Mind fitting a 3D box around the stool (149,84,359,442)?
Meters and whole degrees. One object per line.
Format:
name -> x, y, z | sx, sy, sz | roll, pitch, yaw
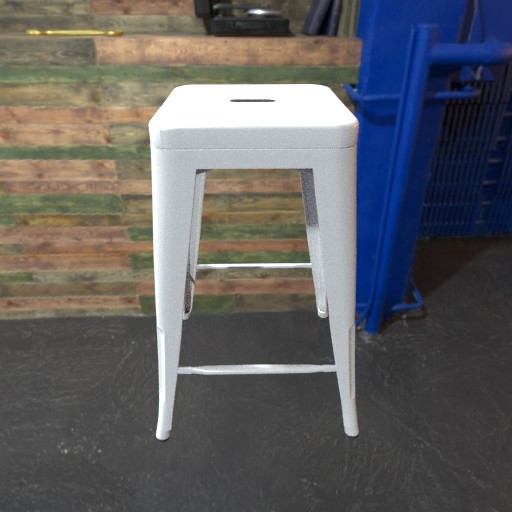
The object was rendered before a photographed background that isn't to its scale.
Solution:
stool -> 0.000, 0.000, 0.897 | 0.406, 0.610, 0.406 | -1, 30, -1
